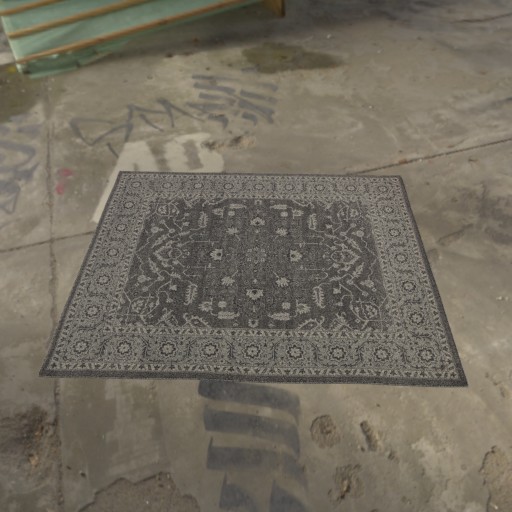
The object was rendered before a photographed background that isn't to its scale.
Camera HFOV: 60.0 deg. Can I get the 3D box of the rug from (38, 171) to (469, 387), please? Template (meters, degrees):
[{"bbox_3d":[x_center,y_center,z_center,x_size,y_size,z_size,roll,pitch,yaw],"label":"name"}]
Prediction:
[{"bbox_3d":[0.000,0.000,3.969,3.069,0.026,2.451,1,47,1],"label":"rug"}]
